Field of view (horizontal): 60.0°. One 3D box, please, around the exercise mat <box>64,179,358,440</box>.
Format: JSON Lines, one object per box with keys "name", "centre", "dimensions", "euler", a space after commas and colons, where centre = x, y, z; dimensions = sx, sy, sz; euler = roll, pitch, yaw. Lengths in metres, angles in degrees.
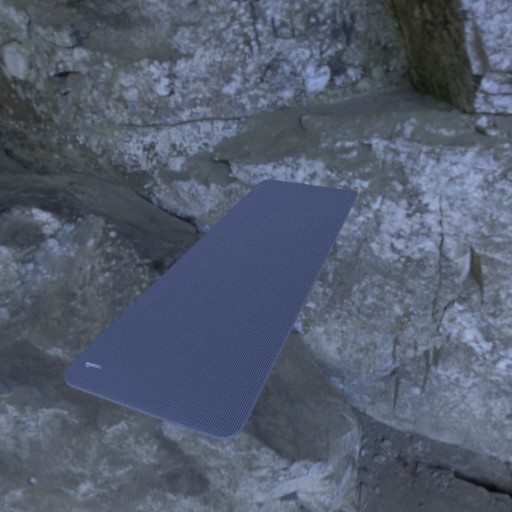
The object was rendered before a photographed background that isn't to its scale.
{"name": "exercise mat", "centre": [0.000, 0.000, 2.044], "dimensions": [0.616, 0.021, 1.884], "euler": [11, 33, 18]}
